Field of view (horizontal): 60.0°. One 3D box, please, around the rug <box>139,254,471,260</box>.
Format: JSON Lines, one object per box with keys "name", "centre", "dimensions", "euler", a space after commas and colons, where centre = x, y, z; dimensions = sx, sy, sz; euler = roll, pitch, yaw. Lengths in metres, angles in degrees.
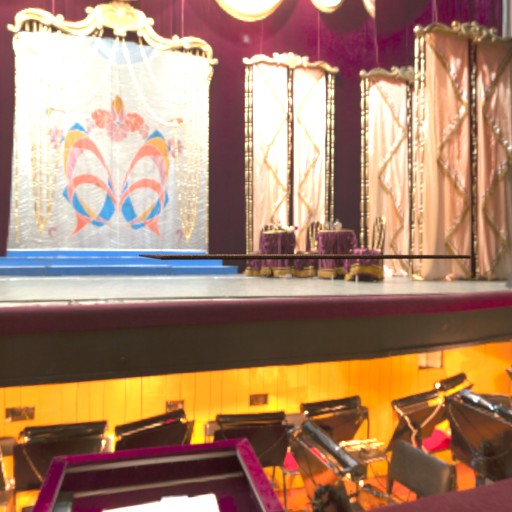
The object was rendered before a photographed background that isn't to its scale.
{"name": "rug", "centre": [0.000, 0.000, 2.186], "dimensions": [1.067, 0.013, 1.676], "euler": [0, 0, -17]}
